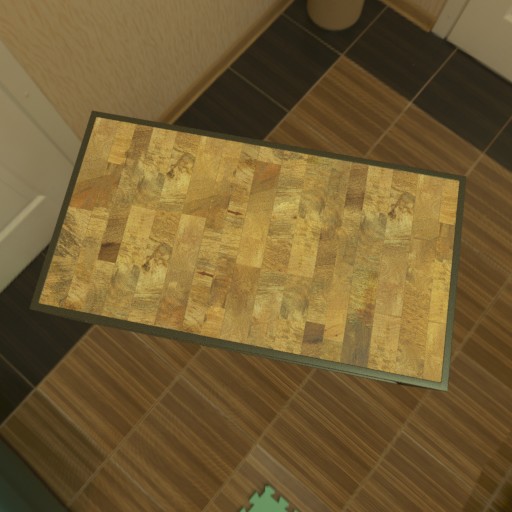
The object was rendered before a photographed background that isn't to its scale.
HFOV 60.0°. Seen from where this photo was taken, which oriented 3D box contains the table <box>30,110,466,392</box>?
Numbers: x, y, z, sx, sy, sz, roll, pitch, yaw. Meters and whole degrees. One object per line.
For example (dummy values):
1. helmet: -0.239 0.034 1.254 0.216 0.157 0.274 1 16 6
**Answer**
1. table: 0.000 0.000 1.511 1.199 0.398 0.649 11 76 3
